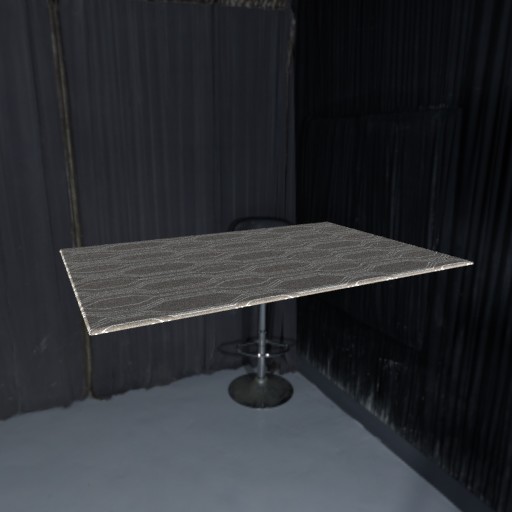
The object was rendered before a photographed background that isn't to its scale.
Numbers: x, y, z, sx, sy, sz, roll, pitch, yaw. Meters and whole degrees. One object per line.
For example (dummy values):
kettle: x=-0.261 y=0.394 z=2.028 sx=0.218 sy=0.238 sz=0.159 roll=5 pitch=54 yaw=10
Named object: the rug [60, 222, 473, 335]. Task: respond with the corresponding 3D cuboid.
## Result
rug: x=0.000 y=0.000 z=2.356 sx=1.836 sy=0.012 sz=1.239 roll=-8 pitch=17 yaw=-26
